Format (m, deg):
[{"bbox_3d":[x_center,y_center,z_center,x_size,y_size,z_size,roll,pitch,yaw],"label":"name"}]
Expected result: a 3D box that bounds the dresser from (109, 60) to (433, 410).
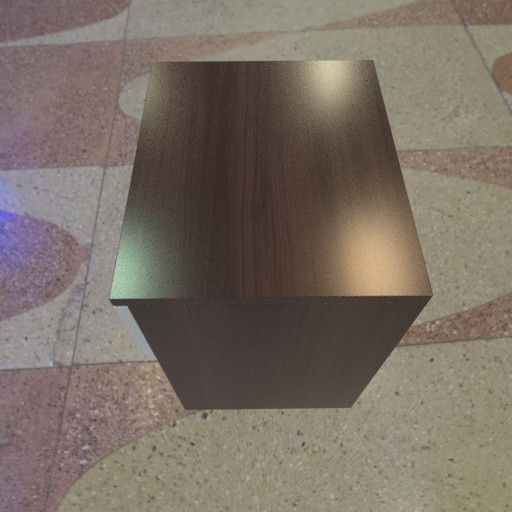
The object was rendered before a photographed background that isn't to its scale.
[{"bbox_3d":[0.000,0.000,0.761,0.360,0.470,0.400,-1,58,0],"label":"dresser"}]
